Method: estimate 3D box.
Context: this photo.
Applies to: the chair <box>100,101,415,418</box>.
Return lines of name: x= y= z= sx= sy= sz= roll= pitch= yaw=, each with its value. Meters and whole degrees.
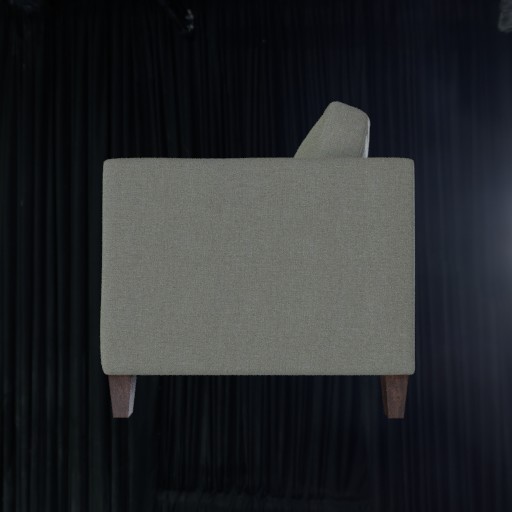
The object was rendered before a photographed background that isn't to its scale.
chair: x=0.000 y=0.000 z=1.818 sx=0.959 sy=0.963 sz=1.107 roll=0 pitch=0 yaw=0
